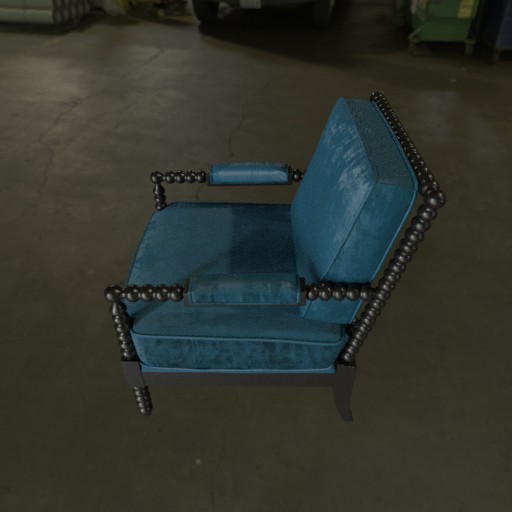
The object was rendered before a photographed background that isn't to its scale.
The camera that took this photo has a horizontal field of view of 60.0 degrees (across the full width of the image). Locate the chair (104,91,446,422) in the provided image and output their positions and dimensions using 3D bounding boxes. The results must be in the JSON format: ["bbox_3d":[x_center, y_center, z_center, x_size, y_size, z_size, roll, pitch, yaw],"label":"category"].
[{"bbox_3d":[0.000,0.000,1.416,0.805,0.857,0.688,0,39,0],"label":"chair"}]
